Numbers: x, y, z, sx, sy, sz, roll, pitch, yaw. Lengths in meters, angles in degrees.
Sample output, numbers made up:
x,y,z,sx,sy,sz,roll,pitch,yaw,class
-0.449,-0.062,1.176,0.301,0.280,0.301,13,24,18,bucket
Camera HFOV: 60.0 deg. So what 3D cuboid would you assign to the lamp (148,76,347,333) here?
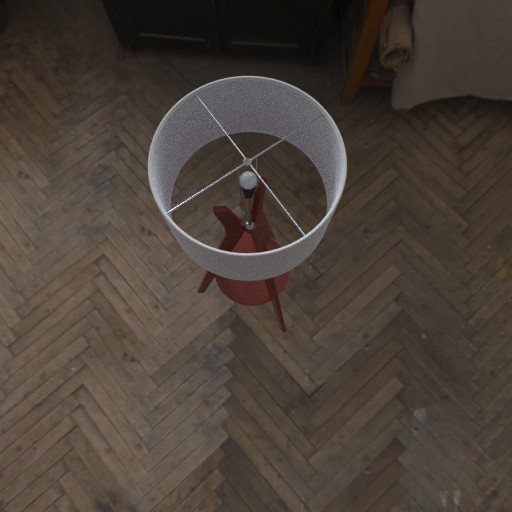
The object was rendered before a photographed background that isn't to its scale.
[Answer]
x,y,z,sx,sy,sz,roll,pitch,yaw,class
0.000,0.000,1.752,0.539,1.472,0.542,-34,77,-9,lamp
